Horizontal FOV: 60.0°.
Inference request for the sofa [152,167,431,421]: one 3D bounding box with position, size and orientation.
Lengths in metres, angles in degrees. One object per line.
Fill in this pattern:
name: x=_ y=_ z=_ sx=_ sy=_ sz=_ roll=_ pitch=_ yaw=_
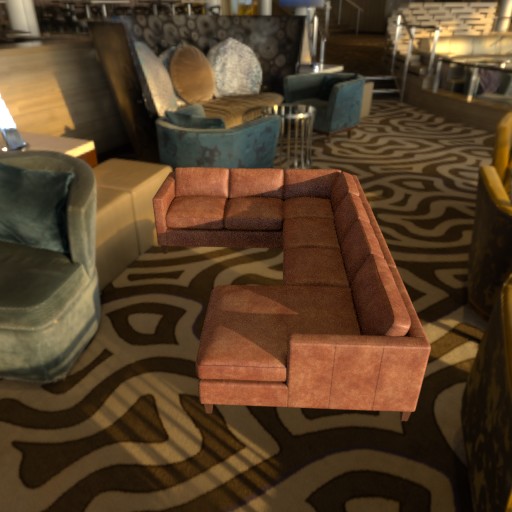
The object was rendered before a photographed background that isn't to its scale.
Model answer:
sofa: x=0.000 y=0.000 z=4.505 sx=2.452 sy=0.888 sz=3.324 roll=1 pitch=30 yaw=2
